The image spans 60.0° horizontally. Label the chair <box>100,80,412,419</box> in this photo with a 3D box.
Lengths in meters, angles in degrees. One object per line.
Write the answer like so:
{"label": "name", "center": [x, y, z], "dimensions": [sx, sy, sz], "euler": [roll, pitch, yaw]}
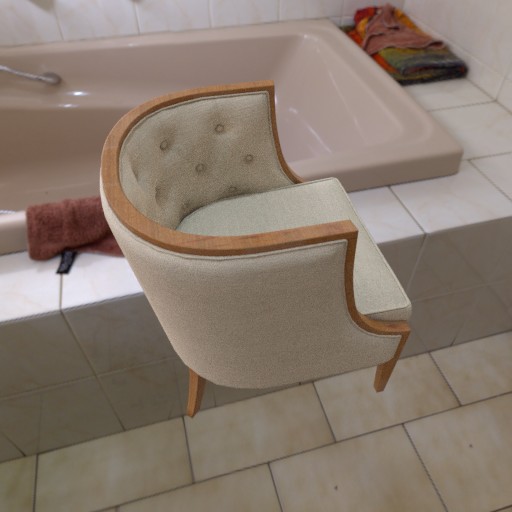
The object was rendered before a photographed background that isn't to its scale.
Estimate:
{"label": "chair", "center": [0.000, 0.000, 1.358], "dimensions": [0.757, 0.775, 0.711], "euler": [-9, 47, -9]}
